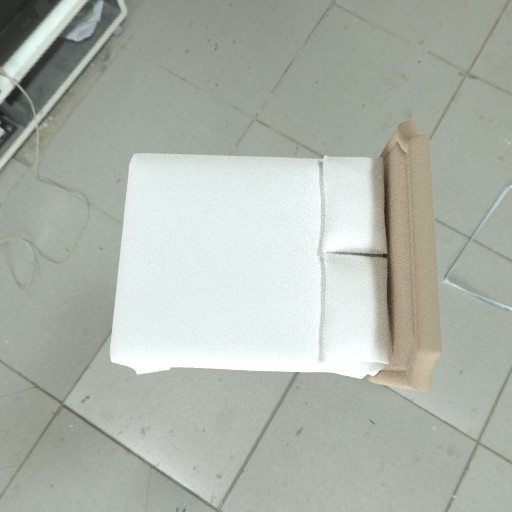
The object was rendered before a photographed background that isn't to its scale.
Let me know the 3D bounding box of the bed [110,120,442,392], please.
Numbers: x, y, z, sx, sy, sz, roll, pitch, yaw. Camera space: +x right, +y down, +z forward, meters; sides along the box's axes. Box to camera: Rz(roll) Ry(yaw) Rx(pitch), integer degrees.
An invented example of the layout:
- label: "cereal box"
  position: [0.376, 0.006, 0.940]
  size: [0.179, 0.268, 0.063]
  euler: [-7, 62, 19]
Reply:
- label: "bed"
  position: [0.000, 0.000, 3.313]
  size: [2.204, 1.301, 1.828]
  euler: [2, 77, 0]
